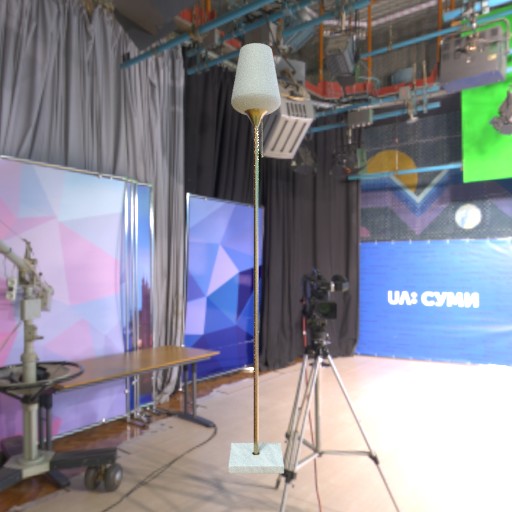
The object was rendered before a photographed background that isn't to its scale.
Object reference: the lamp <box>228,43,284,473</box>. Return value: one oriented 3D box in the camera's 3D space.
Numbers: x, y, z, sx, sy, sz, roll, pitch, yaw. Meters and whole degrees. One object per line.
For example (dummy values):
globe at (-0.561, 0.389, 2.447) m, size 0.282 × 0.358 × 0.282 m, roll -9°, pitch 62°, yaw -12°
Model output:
lamp at (0.000, 0.000, 1.959) m, size 0.232 × 1.813 × 0.229 m, roll 0°, pitch 0°, yaw 0°
